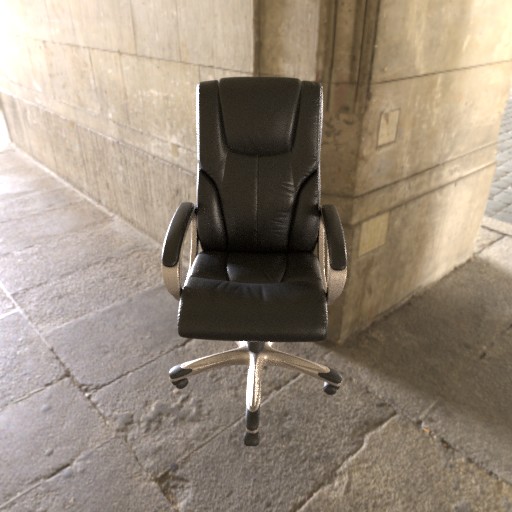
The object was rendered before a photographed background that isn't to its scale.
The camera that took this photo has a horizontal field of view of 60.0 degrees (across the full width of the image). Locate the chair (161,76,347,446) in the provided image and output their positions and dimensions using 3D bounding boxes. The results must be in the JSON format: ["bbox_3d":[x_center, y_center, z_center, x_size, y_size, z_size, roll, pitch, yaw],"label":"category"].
[{"bbox_3d":[0.000,0.000,1.637,0.700,1.145,0.780,1,30,2],"label":"chair"}]
